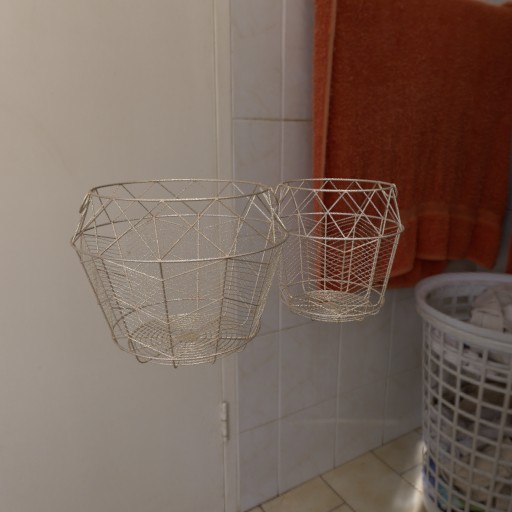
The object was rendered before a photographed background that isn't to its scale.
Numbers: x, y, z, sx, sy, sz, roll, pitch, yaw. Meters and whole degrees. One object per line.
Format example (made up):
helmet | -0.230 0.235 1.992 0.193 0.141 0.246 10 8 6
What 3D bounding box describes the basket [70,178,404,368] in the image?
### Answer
basket | 0.000 0.000 1.050 0.805 0.343 0.451 -8 17 -28
